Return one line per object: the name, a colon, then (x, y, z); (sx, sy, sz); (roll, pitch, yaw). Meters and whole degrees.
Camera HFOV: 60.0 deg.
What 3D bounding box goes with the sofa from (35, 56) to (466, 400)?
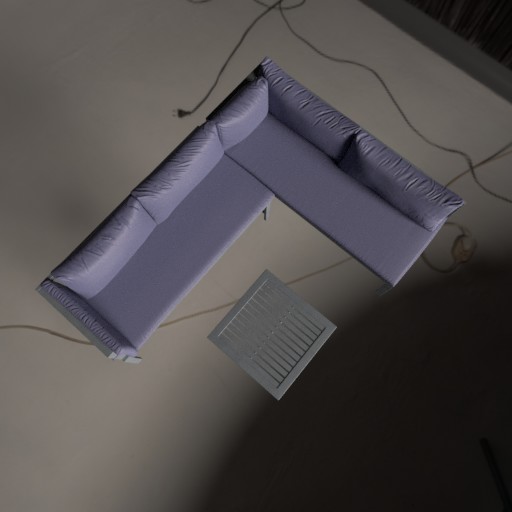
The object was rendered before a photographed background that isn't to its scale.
sofa: (0.000, 0.000, 2.955); (1.658, 0.762, 2.149); (39, 78, 10)
